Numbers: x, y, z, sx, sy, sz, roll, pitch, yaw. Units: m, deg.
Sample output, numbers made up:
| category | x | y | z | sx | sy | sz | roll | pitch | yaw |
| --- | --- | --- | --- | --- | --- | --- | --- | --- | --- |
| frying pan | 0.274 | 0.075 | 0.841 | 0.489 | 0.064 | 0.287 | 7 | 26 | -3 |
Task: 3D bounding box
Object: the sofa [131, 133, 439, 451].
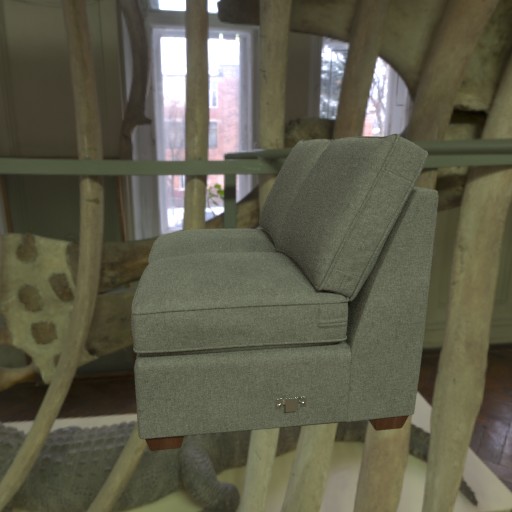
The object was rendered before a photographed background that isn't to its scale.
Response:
| category | x | y | z | sx | sy | sz | roll | pitch | yaw |
| --- | --- | --- | --- | --- | --- | --- | --- | --- | --- |
| sofa | 0.000 | 0.000 | 1.941 | 0.951 | 1.008 | 1.237 | -2 | 14 | -8 |
